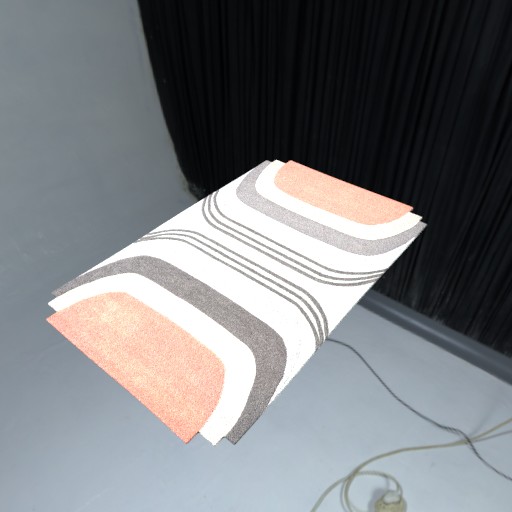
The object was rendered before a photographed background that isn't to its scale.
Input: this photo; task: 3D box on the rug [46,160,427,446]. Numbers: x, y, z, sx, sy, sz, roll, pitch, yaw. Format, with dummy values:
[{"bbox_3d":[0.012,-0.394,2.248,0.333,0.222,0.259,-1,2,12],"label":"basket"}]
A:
[{"bbox_3d":[0.000,0.000,3.033,1.530,0.017,2.446,28,48,29],"label":"rug"}]
